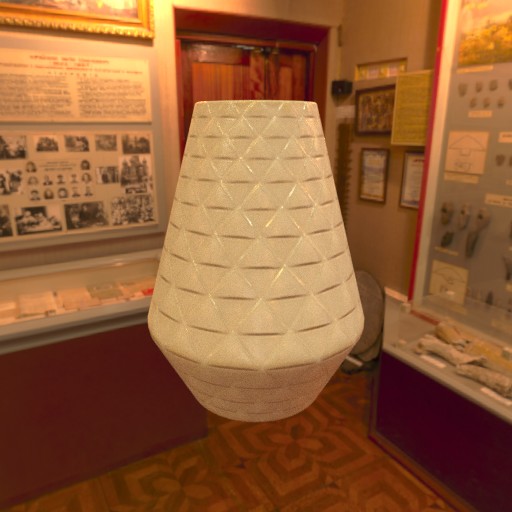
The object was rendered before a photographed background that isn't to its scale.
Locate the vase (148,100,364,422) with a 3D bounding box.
[{"bbox_3d":[0.000,0.000,0.353,0.175,0.230,0.175,0,17,0],"label":"vase"}]
